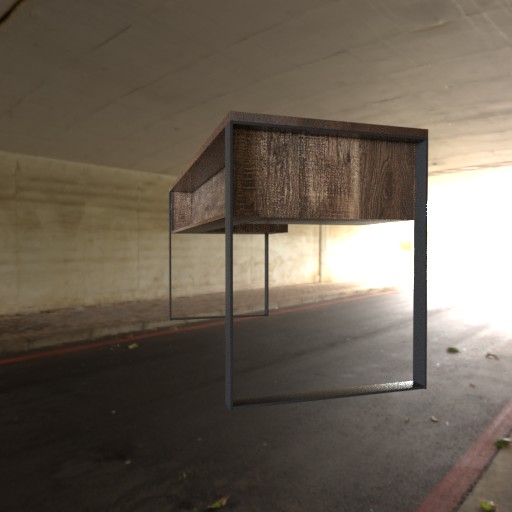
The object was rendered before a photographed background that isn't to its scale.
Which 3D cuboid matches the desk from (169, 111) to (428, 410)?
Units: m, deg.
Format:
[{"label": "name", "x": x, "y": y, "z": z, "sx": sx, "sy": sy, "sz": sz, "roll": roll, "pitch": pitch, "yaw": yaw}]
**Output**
[{"label": "desk", "x": 0.000, "y": 0.000, "z": 1.943, "sx": 0.599, "sy": 0.762, "sz": 1.524, "roll": 0, "pitch": 1, "yaw": -17}]
